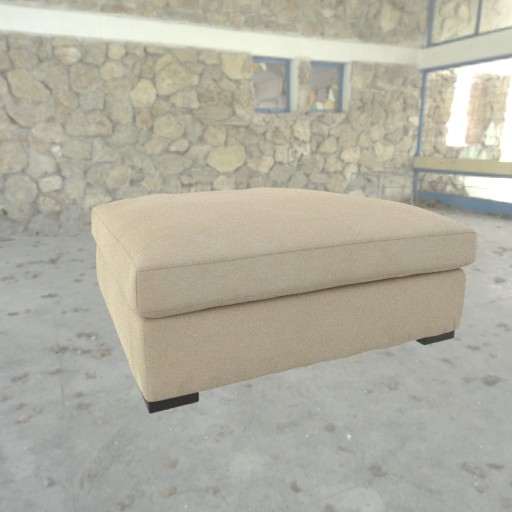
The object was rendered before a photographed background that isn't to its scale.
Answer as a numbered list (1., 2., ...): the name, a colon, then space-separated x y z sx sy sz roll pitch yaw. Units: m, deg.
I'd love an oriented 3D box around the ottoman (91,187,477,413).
1. ottoman: 0.000 0.000 1.858 1.205 0.522 1.190 -7 16 -24
